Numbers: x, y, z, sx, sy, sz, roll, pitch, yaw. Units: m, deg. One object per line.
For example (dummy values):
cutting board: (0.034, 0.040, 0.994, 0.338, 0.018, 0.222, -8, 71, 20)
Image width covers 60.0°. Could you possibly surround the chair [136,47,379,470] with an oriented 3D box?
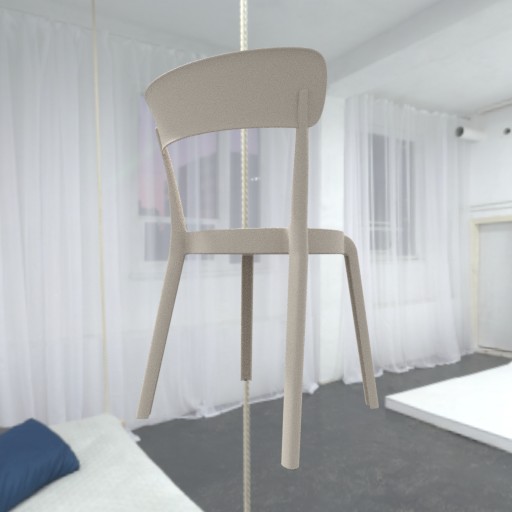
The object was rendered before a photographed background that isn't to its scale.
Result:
chair: (0.000, 0.000, 1.100, 0.506, 0.790, 0.491, 0, 0, 37)
